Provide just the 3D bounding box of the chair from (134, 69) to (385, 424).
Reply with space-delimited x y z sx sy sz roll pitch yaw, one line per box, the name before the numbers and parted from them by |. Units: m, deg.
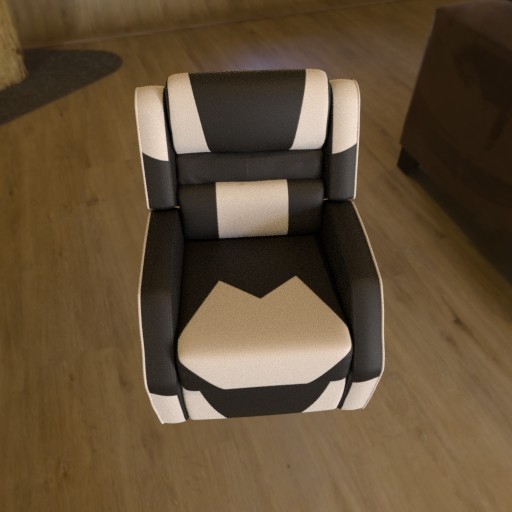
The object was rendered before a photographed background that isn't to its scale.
chair | 0.000 0.000 1.266 0.620 0.805 0.672 -3 46 -3
